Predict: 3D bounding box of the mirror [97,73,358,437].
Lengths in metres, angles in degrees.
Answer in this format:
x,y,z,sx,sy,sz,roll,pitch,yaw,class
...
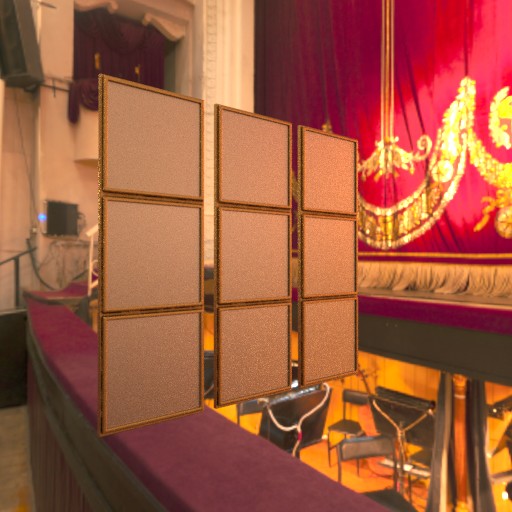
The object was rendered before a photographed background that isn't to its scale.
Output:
x,y,z,sx,sy,sz,roll,pitch,yaw,class
0.000,0.000,1.440,1.011,0.926,0.023,0,-1,-38,mirror
